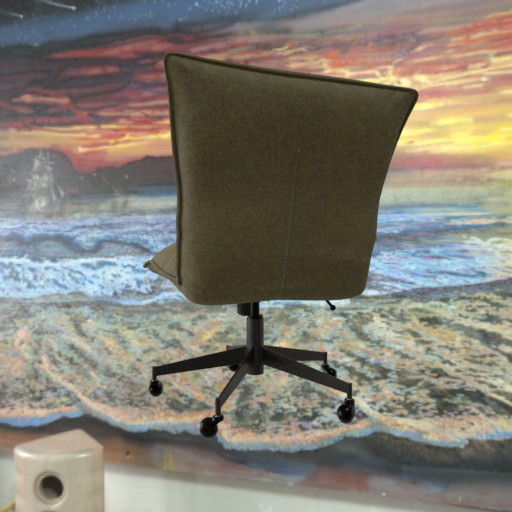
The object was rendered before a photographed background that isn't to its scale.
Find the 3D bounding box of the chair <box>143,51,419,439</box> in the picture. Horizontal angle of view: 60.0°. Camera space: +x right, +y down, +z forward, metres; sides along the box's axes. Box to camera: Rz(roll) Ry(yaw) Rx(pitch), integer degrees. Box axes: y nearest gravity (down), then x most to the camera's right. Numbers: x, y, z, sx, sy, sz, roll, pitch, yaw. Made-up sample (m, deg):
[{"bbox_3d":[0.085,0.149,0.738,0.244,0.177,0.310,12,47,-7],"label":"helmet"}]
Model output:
[{"bbox_3d":[0.000,0.000,1.273,0.597,0.811,0.696,0,1,-18],"label":"chair"}]
